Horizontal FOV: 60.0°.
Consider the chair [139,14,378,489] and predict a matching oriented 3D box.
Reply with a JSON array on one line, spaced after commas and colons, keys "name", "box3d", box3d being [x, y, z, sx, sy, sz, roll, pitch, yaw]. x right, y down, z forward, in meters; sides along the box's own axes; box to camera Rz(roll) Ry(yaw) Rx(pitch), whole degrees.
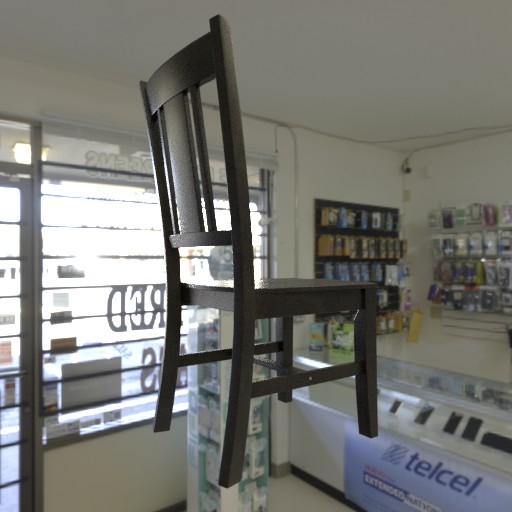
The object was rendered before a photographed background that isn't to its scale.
[{"name": "chair", "box3d": [0.000, 0.000, 1.241, 0.555, 0.998, 0.450, 0, -1, -35]}]
